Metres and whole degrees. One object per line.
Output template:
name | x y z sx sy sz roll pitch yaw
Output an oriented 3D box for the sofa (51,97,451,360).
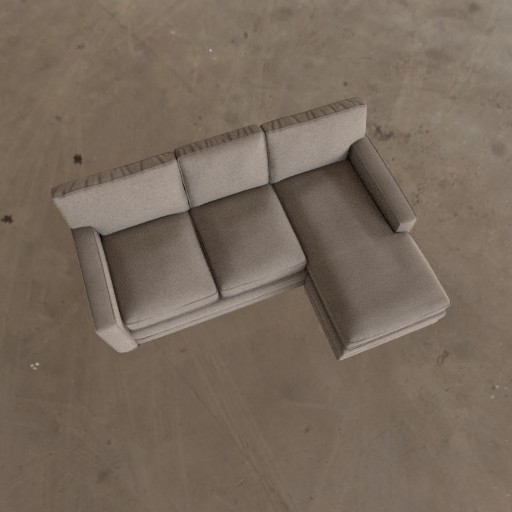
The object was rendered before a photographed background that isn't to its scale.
sofa | 0.000 0.000 2.834 2.087 0.861 1.496 -19 66 -9
